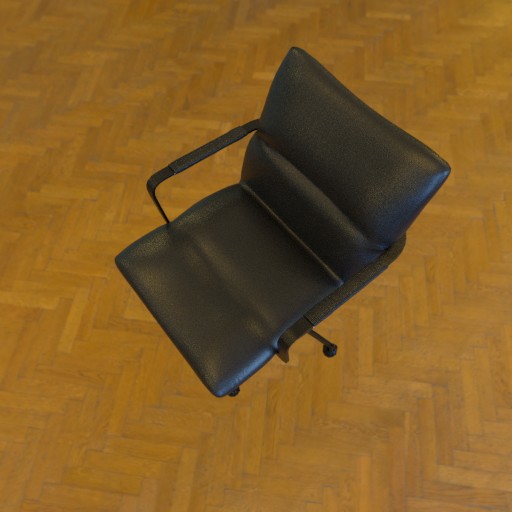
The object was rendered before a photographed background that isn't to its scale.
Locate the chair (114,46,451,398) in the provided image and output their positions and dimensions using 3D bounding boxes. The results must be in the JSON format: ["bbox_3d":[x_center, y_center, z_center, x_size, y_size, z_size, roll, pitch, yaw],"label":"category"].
[{"bbox_3d":[0.000,0.000,1.438,0.748,0.922,0.719,-36,68,-17],"label":"chair"}]
